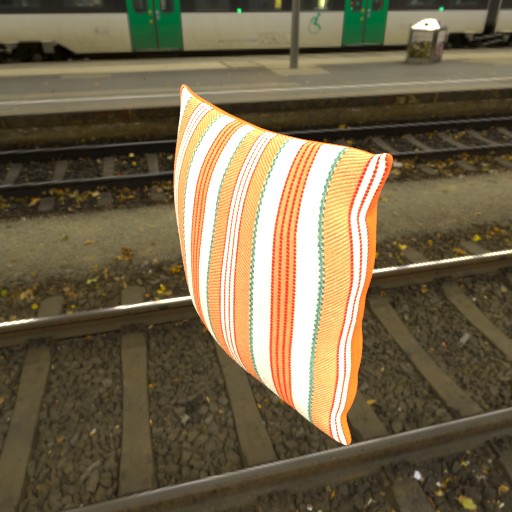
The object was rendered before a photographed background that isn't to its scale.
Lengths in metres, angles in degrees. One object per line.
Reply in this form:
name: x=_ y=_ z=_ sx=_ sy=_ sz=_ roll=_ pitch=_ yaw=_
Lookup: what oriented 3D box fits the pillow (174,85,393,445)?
pillow: x=0.000 y=0.000 z=0.677 sx=0.182 sy=0.441 sz=0.440 roll=-20 pitch=36 yaw=-30
